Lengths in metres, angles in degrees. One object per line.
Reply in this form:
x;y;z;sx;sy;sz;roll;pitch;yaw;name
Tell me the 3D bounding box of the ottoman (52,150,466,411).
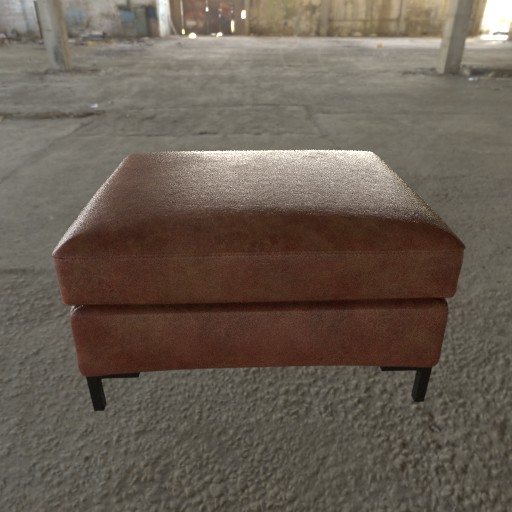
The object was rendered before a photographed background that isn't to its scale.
0.000;0.000;1.771;1.186;0.667;0.965;-1;29;-2;ottoman
